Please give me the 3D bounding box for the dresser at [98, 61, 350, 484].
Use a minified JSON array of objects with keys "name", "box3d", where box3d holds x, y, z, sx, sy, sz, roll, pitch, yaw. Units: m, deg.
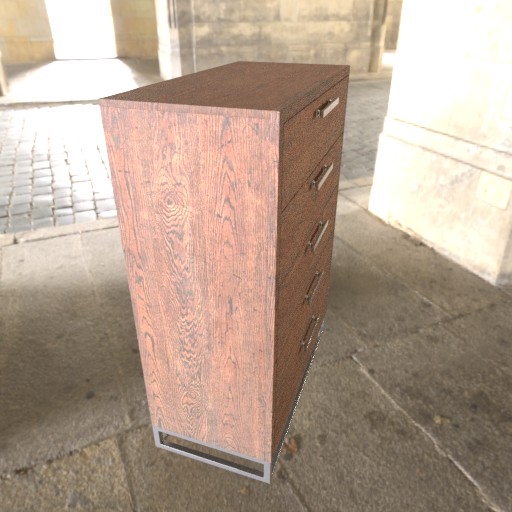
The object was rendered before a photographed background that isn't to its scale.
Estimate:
[{"name":"dresser","box3d":[0.000,0.000,1.760,0.508,1.321,0.965,10,31,17]}]
